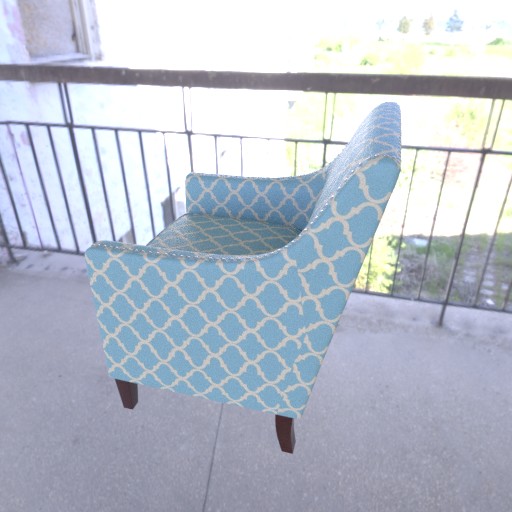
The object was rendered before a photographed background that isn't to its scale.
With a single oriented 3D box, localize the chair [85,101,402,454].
[{"bbox_3d":[0.000,0.000,1.271,0.686,0.817,0.617,8,29,14],"label":"chair"}]
